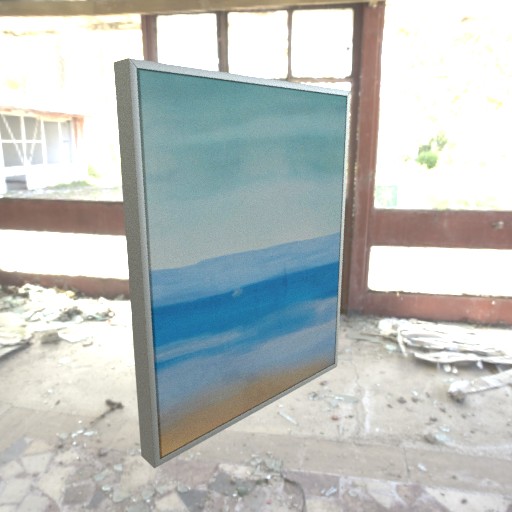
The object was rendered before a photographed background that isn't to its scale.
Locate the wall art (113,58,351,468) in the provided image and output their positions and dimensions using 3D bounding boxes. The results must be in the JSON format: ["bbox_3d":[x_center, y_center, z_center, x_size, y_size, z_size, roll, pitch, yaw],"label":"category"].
[{"bbox_3d":[0.000,0.000,0.740,0.445,0.553,0.039,-13,19,-42],"label":"wall art"}]
